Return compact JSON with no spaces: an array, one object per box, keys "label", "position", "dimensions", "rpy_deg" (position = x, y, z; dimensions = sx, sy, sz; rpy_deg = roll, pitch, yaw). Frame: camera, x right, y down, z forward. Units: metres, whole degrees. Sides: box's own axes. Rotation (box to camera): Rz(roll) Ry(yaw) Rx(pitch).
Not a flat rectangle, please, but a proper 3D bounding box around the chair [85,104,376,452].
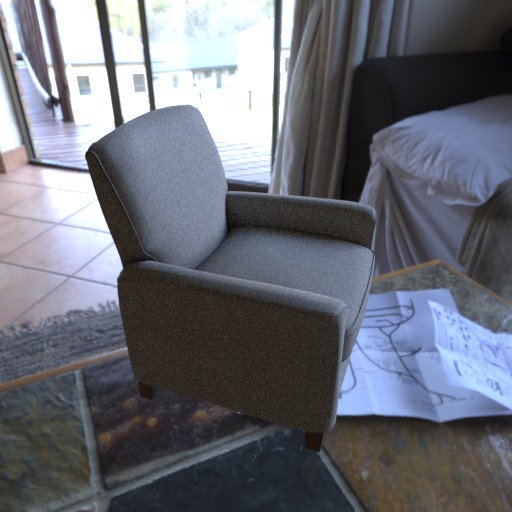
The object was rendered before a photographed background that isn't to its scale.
[{"label":"chair","position":[0.000,0.000,1.690],"dimensions":[0.864,1.014,0.848],"rpy_deg":[10,31,18]}]
